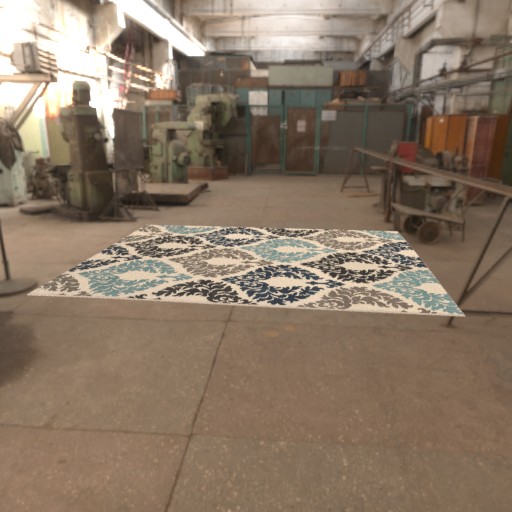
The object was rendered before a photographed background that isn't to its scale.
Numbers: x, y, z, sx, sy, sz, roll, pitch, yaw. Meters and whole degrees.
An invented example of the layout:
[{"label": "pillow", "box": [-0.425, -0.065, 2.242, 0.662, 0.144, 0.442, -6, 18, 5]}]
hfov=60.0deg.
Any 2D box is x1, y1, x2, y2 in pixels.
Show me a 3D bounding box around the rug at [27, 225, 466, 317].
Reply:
[{"label": "rug", "box": [0.000, 0.000, 4.175, 3.040, 0.014, 2.423, 2, 16, 7]}]
